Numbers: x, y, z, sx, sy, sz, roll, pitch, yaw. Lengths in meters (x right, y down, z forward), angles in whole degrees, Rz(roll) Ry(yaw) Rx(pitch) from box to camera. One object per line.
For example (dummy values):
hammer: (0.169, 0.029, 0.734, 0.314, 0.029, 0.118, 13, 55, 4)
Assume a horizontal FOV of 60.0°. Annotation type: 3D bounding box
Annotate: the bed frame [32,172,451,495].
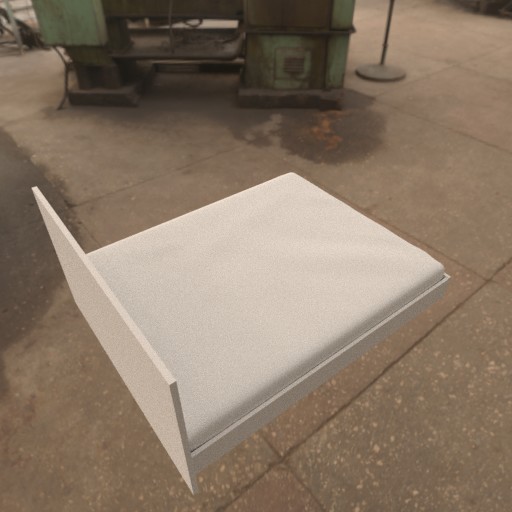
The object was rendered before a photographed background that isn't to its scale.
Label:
bed frame: (0.000, 0.000, 2.962, 2.100, 1.001, 1.711, -26, 47, -27)
